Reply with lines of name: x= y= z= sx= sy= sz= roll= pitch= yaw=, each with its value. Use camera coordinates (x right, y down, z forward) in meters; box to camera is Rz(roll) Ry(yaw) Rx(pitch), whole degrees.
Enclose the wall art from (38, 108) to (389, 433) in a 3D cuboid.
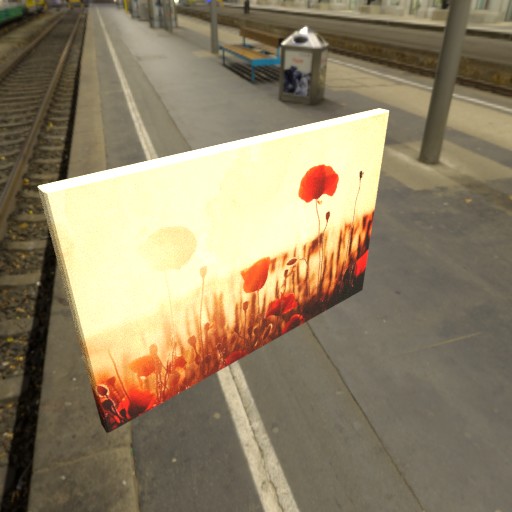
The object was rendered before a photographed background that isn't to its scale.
wall art: x=0.000 y=0.000 z=1.135 sx=0.918 sy=0.602 sz=0.038 roll=-23 pitch=37 yaw=-33
